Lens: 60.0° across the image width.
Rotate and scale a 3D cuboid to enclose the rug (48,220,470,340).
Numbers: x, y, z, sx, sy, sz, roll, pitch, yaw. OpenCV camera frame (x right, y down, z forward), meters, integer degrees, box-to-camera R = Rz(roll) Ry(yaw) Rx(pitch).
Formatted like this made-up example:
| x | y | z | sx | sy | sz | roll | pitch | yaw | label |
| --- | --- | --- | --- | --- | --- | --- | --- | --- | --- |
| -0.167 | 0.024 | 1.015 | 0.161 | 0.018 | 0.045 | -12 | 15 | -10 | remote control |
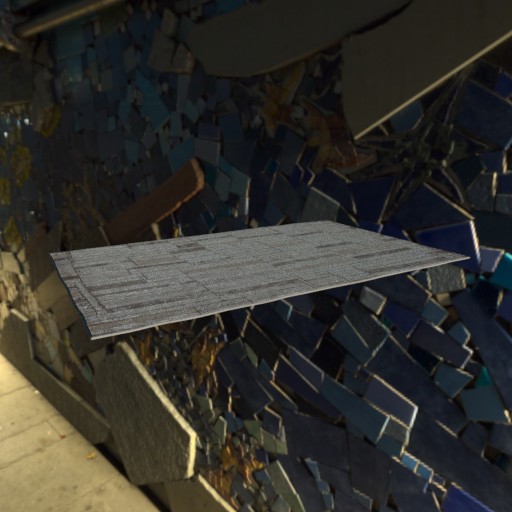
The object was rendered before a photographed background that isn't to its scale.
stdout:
| x | y | z | sx | sy | sz | roll | pitch | yaw | label |
| --- | --- | --- | --- | --- | --- | --- | --- | --- | --- |
| 0.000 | 0.000 | 3.018 | 2.444 | 0.023 | 1.531 | -9 | 18 | -29 | rug |
